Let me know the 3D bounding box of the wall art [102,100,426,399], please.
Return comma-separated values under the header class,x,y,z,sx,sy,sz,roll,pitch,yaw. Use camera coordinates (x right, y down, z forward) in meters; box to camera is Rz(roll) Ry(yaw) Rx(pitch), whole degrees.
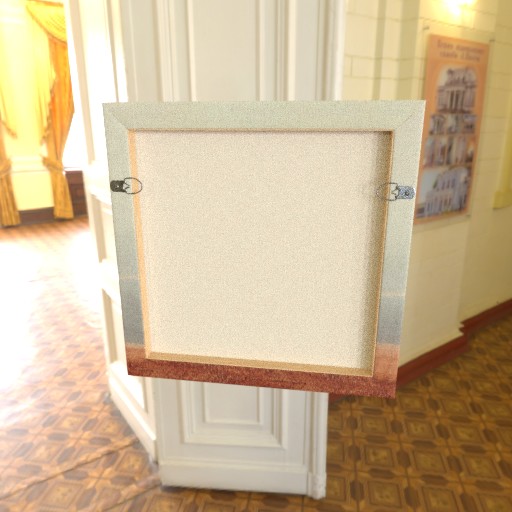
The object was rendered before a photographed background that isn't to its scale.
class,x,y,z,sx,sy,sz,roll,pitch,yaw
wall art,0.000,0.000,0.614,0.405,0.405,0.023,3,17,8
